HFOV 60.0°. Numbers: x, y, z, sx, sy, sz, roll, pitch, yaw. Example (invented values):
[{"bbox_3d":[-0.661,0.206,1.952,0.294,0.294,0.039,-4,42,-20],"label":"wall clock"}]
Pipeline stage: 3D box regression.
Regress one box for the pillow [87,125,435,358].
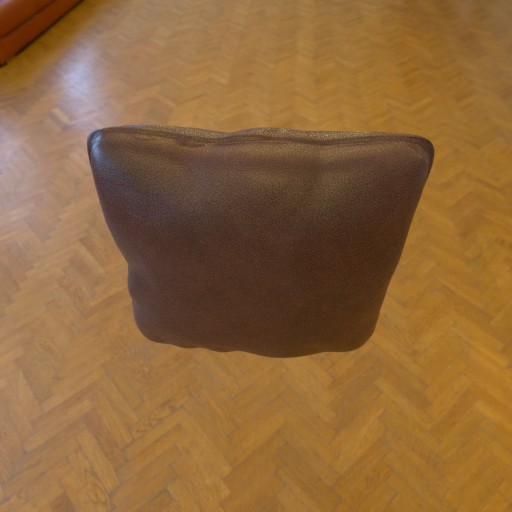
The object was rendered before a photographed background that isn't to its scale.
[{"bbox_3d":[0.000,0.000,0.830,0.532,0.523,0.236,2,45,2],"label":"pillow"}]
